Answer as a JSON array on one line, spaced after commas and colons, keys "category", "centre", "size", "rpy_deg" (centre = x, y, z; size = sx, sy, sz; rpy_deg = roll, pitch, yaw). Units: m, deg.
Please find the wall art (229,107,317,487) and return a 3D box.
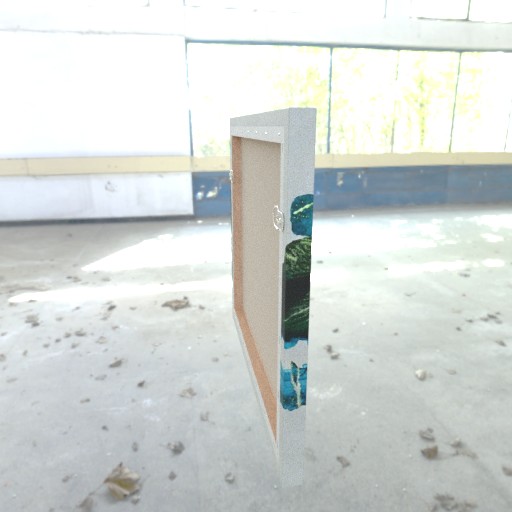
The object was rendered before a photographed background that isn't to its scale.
[{"category": "wall art", "centre": [0.000, 0.000, 1.002], "size": [0.043, 0.610, 0.711], "rpy_deg": [-3, 16, -9]}]
